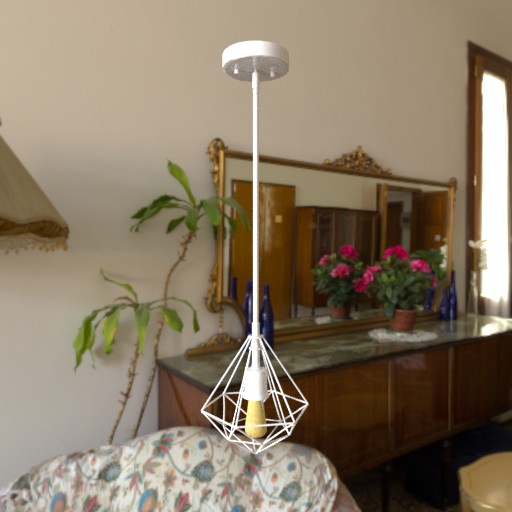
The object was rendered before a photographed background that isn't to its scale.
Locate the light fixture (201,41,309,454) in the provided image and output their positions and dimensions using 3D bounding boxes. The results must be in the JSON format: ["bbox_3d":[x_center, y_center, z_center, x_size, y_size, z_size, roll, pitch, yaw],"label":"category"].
[{"bbox_3d":[0.000,0.000,1.970,0.431,1.764,0.487,0,1,20],"label":"light fixture"}]
